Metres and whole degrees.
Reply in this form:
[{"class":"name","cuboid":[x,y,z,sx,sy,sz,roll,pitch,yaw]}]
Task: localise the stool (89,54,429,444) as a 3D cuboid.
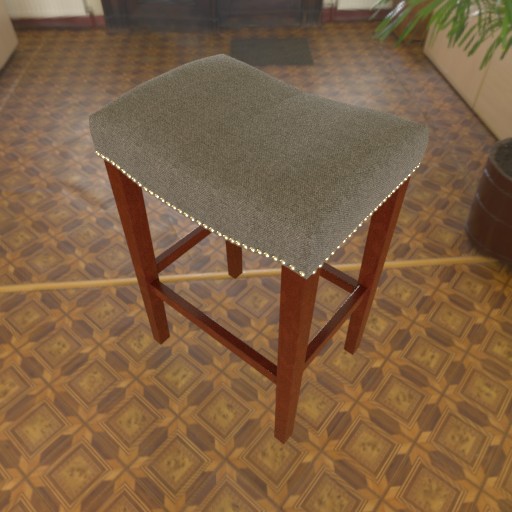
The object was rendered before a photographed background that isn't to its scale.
[{"class":"stool","cuboid":[0.000,0.000,1.029,0.504,0.742,0.372,31,54,26]}]
